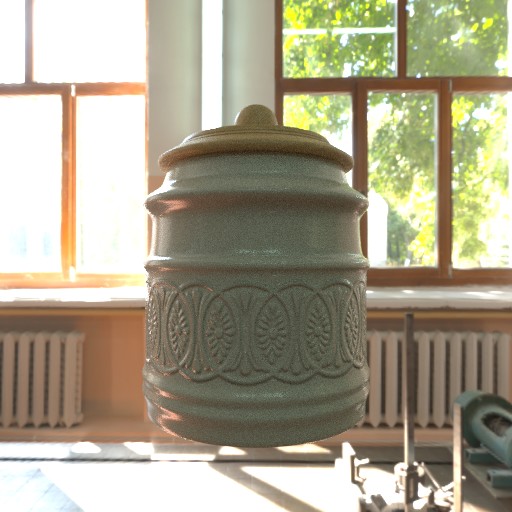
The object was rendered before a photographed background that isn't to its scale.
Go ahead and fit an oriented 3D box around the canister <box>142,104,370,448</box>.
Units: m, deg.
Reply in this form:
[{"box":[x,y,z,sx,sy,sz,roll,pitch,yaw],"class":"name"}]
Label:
[{"box":[0.000,0.000,0.261,0.130,0.176,0.130,0,0,0],"class":"canister"}]
